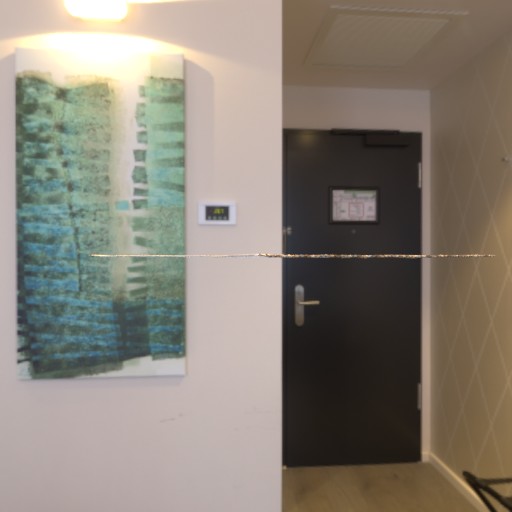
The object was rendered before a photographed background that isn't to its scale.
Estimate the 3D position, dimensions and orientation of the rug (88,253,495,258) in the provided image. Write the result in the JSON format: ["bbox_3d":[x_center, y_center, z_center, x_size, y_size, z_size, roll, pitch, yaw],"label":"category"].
[{"bbox_3d":[0.000,0.000,2.304,1.218,0.017,1.861,0,0,-35],"label":"rug"}]
